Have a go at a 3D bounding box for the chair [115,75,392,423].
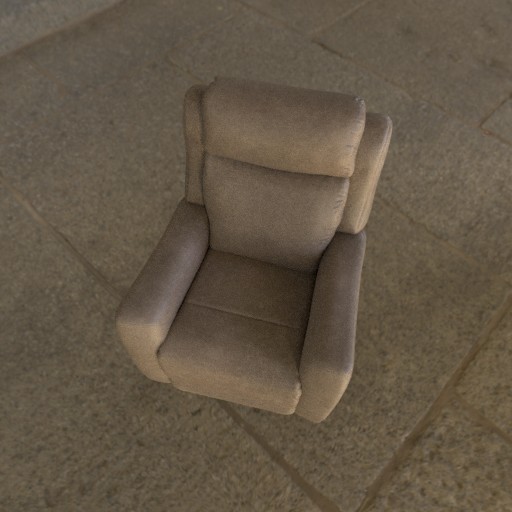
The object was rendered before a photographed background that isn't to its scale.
[{"bbox_3d":[0.000,0.000,1.966,0.967,1.116,1.068,12,59,8],"label":"chair"}]
